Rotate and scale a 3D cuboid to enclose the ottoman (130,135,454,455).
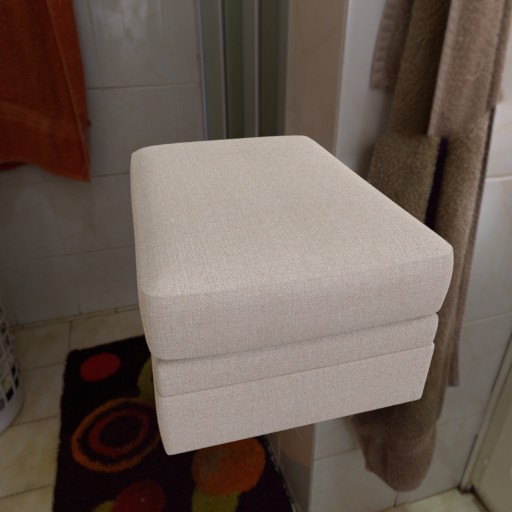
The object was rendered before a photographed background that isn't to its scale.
[{"bbox_3d":[0.000,0.000,1.248,0.637,0.478,0.885,-8,31,-13],"label":"ottoman"}]
